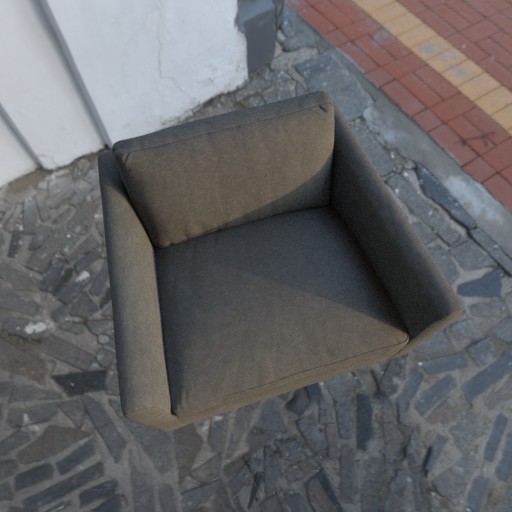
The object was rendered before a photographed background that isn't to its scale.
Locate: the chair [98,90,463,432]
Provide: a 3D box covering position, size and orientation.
[{"bbox_3d":[0.000,0.000,1.880,1.190,0.845,1.091,-16,66,-7],"label":"chair"}]
